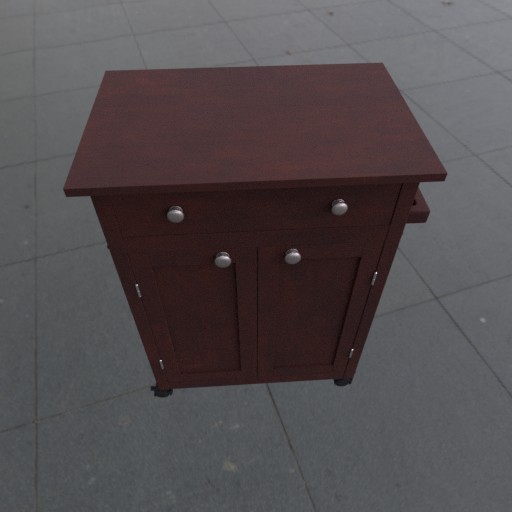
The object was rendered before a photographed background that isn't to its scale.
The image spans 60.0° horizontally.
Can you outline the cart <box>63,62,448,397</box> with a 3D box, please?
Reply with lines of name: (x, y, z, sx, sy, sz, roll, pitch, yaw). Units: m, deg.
cart: (0.000, 0.000, 1.231, 0.683, 0.864, 0.442, -3, 48, -3)
